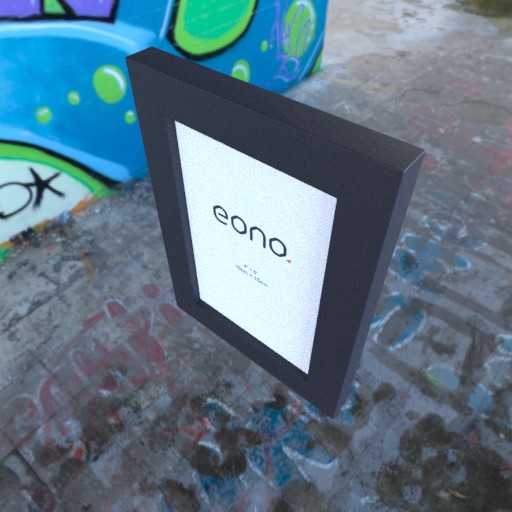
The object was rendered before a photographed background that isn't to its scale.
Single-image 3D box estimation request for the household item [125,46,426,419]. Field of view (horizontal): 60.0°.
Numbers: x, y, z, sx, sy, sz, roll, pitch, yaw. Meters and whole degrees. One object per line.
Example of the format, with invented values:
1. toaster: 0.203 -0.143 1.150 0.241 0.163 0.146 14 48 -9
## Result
1. household item: 0.000 0.000 0.233 0.133 0.178 0.022 31 53 26
